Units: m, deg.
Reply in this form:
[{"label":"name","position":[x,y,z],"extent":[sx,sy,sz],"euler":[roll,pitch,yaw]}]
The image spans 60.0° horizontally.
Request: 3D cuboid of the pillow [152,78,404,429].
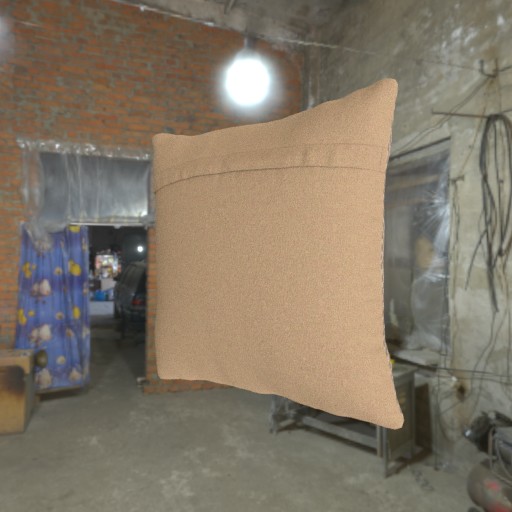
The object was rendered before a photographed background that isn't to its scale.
[{"label":"pillow","position":[0.000,0.000,0.705],"extent":[0.459,0.458,0.181],"euler":[-1,-1,35]}]
